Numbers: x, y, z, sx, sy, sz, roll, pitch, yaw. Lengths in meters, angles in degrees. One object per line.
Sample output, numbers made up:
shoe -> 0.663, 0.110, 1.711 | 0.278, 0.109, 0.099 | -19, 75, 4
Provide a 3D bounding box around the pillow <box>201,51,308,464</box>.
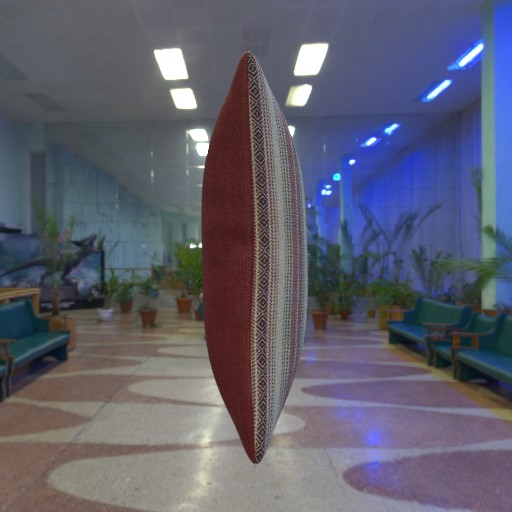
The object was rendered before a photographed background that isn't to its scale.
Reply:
pillow -> 0.000, 0.000, 0.780 | 0.166, 0.497, 0.513 | 0, 0, 1
